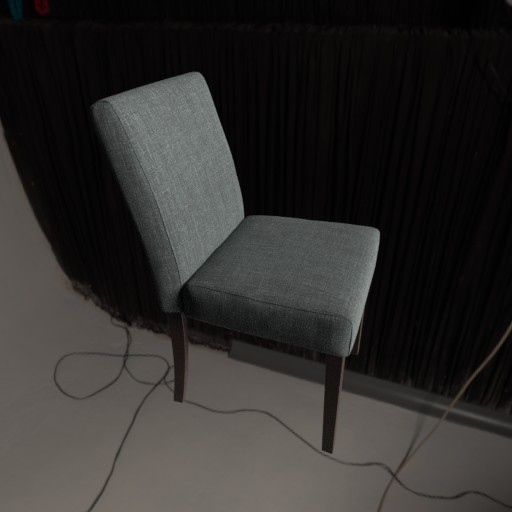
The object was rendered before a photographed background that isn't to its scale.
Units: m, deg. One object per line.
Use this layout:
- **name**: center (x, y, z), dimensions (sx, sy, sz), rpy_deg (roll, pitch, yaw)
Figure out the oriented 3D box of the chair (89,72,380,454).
- **chair**: center (0.000, 0.000, 1.240), dimensions (0.629, 0.884, 0.487), rpy_deg (11, 32, 18)
